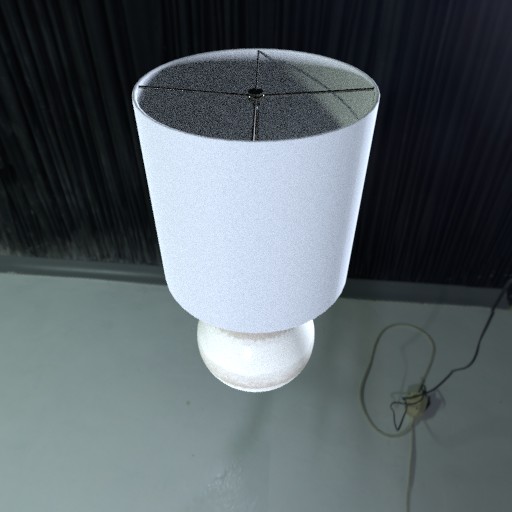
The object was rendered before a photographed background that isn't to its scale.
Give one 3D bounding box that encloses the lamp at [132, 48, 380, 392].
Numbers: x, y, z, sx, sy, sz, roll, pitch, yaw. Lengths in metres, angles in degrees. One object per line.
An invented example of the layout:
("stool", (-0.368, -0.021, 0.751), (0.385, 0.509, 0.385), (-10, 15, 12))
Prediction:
("lamp", (0.000, 0.000, 0.528), (0.217, 0.404, 0.217), (1, 41, 1))
